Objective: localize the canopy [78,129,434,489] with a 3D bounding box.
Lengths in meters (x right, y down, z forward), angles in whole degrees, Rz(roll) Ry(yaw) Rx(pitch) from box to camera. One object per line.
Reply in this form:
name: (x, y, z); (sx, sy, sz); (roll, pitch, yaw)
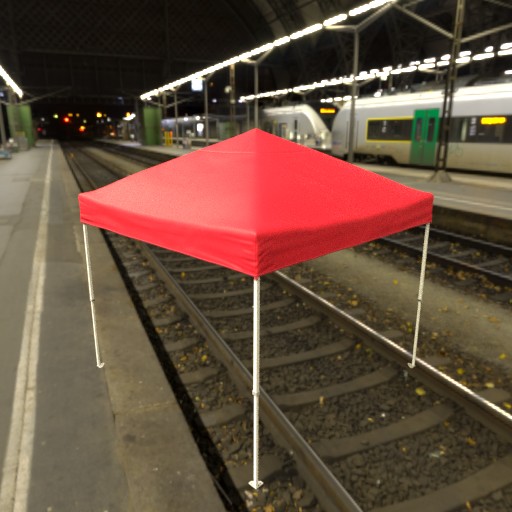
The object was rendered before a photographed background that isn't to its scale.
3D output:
canopy: (0.000, 0.000, 5.427); (2.996, 2.997, 2.998); (-15, 22, -43)
